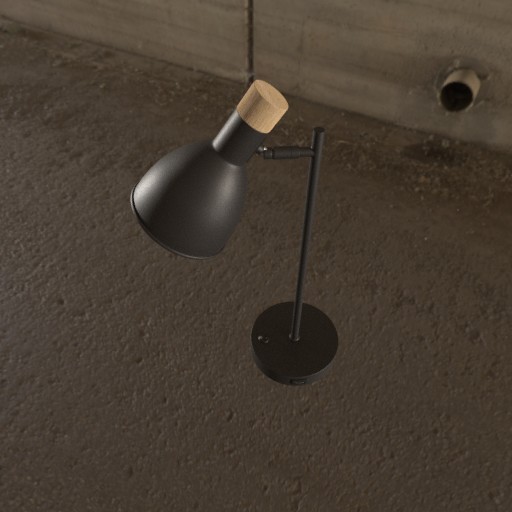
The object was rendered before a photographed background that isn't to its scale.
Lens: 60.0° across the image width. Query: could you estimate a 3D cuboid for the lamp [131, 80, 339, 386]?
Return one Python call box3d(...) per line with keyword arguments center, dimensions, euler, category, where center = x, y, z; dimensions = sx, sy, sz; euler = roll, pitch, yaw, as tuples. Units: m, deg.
box3d(center=(0.000, 0.000, 0.597), dimensions=(0.287, 0.483, 0.152), euler=(-3, 48, -3), category="lamp")
